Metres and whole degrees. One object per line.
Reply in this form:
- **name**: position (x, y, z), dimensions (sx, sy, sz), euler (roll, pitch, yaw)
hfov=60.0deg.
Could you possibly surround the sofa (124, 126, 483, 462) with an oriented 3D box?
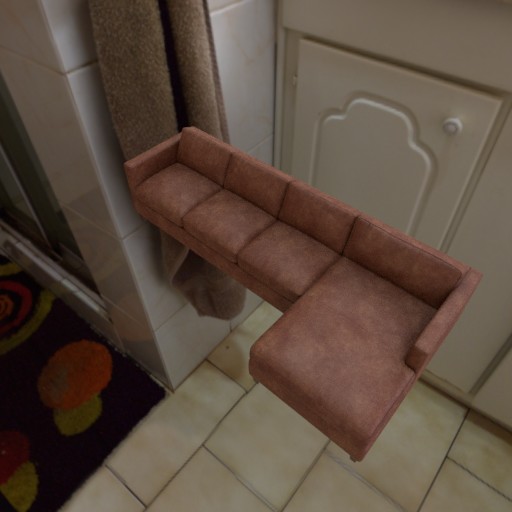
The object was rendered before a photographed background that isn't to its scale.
- **sofa**: position (0.000, 0.000, 3.870), dimensions (3.203, 0.883, 1.581), euler (33, 55, 27)
